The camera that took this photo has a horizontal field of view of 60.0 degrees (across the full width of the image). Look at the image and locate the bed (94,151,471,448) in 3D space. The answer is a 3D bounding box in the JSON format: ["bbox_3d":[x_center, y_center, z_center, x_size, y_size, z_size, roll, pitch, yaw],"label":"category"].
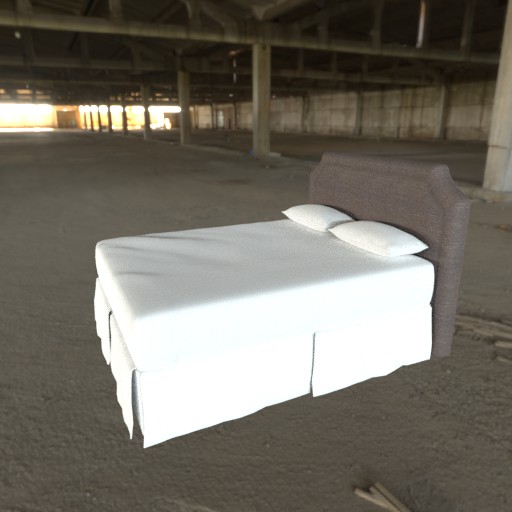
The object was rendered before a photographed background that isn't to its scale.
[{"bbox_3d":[0.000,0.000,3.097,2.116,1.290,1.693,-8,19,-24],"label":"bed"}]
